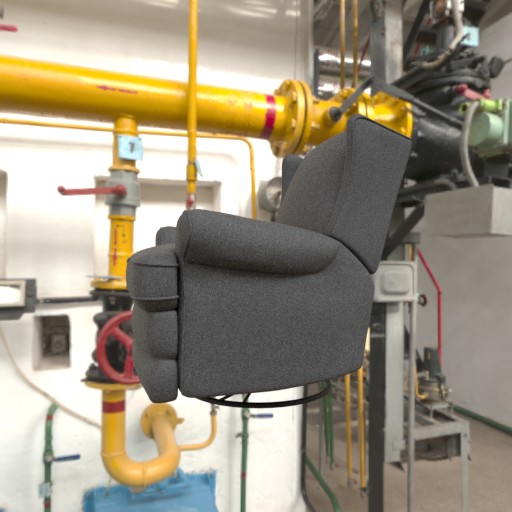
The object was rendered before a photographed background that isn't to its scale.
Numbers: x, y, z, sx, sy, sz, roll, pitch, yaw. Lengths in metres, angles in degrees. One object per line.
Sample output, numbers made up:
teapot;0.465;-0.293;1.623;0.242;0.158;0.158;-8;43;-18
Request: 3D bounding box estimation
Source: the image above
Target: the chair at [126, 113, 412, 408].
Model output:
chair;0.000;0.000;1.743;0.969;1.011;0.847;0;-1;-18
